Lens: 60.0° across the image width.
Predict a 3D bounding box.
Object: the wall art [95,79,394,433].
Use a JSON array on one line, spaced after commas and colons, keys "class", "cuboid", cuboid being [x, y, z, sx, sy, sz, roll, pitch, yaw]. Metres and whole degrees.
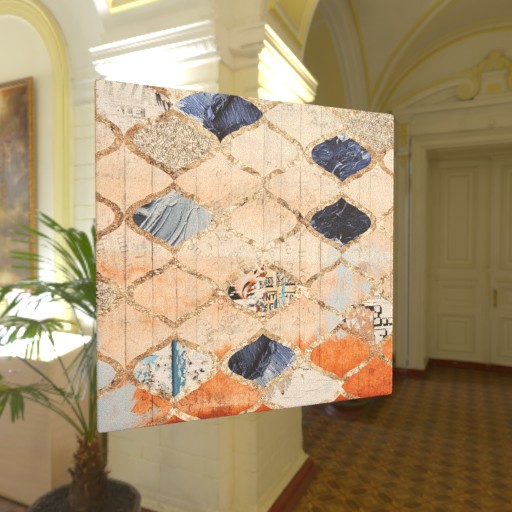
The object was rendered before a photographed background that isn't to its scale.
[{"class": "wall art", "cuboid": [0.000, 0.000, 0.446, 0.303, 0.304, 0.036, 0, 1, -20]}]
